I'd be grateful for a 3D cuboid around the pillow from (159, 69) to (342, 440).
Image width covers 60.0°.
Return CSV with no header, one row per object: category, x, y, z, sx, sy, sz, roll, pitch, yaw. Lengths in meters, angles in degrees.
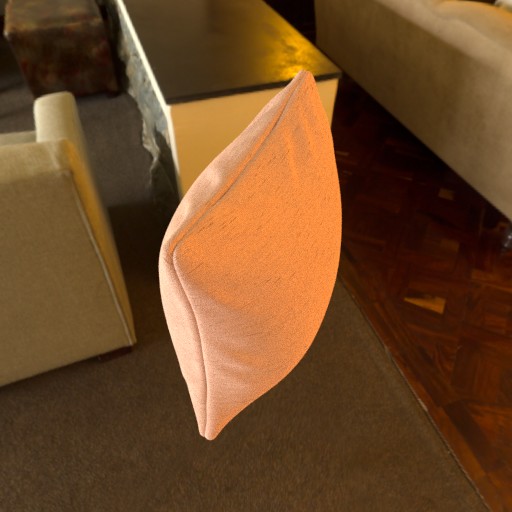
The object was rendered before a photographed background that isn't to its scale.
pillow,0.000,0.000,0.681,0.246,0.415,0.432,16,48,15
